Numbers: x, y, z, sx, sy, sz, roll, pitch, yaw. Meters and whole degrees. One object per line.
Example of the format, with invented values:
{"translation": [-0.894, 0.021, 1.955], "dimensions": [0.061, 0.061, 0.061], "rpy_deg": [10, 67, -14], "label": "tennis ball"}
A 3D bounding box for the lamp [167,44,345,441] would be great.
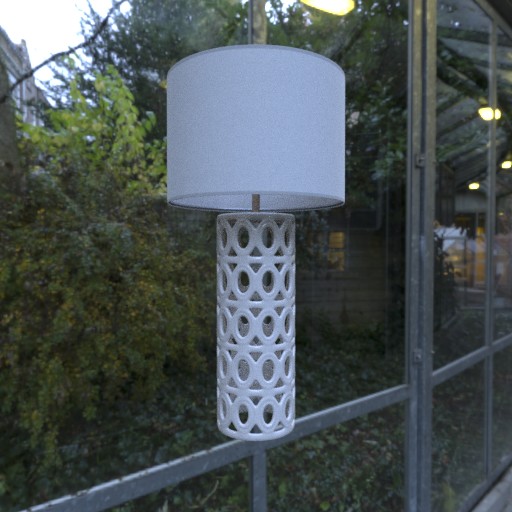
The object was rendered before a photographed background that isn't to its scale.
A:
{"translation": [0.000, 0.000, 0.828], "dimensions": [0.324, 0.636, 0.325], "rpy_deg": [0, 1, -18], "label": "lamp"}
